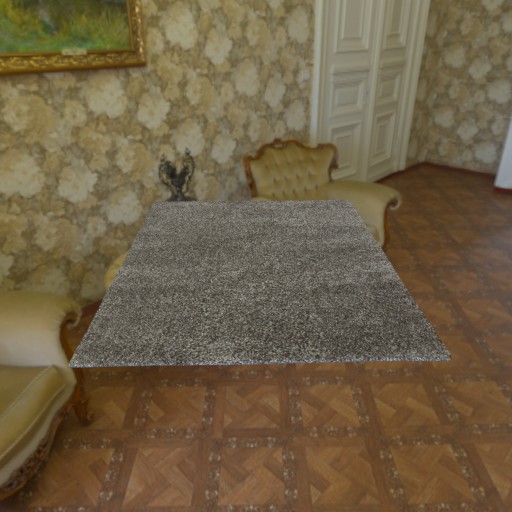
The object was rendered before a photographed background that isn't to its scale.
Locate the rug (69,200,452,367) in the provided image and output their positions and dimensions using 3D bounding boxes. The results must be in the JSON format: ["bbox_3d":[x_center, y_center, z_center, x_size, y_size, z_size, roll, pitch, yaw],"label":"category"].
[{"bbox_3d":[0.000,0.000,4.107,2.401,0.025,3.000,-1,26,-1],"label":"rug"}]
